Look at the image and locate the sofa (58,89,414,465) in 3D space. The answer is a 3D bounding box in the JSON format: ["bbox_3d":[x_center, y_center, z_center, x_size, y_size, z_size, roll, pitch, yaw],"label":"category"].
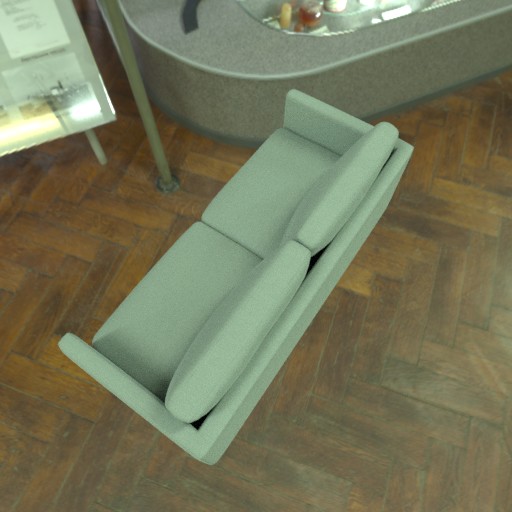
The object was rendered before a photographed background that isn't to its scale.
[{"bbox_3d":[0.000,0.000,2.729,0.951,0.965,2.208,32,67,15],"label":"sofa"}]
